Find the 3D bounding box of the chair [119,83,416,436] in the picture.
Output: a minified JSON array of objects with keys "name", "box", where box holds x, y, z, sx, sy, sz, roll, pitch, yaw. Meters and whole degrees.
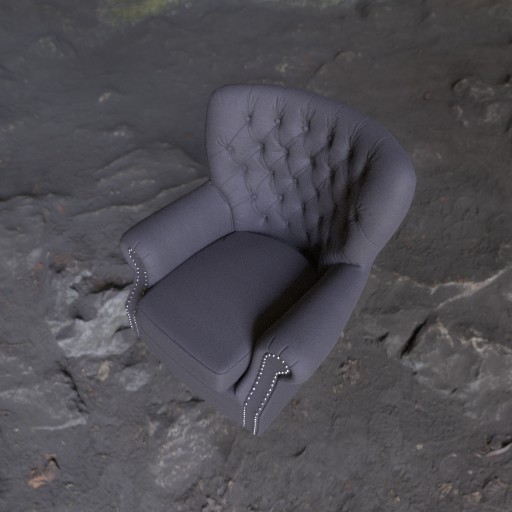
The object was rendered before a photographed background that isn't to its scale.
[{"name":"chair","box":[0.000,0.000,1.835,0.983,1.046,0.983,32,54,27]}]
